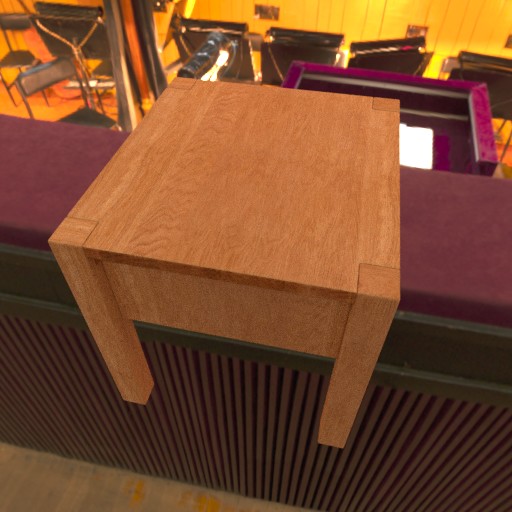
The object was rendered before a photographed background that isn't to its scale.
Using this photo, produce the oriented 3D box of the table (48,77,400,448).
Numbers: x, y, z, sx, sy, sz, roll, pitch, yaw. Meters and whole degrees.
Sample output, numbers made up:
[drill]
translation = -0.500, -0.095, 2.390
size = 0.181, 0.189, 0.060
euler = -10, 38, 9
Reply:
[table]
translation = 0.000, 0.000, 0.856
size = 0.440, 0.450, 0.480
euler = 9, 47, 9
